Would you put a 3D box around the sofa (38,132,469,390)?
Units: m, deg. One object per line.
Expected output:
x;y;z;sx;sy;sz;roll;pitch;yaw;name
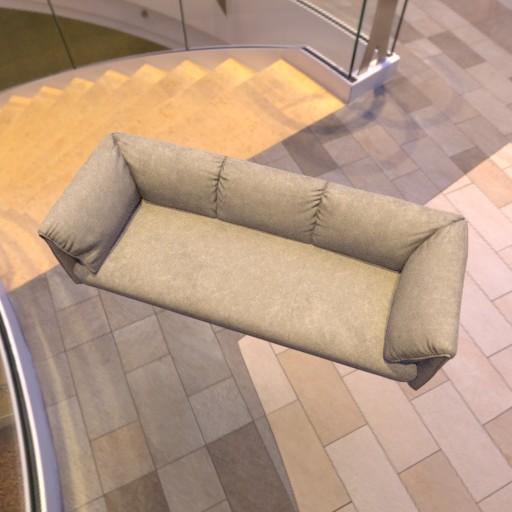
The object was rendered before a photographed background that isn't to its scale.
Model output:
0.000;0.000;2.684;2.238;0.758;0.899;16;59;10;sofa
